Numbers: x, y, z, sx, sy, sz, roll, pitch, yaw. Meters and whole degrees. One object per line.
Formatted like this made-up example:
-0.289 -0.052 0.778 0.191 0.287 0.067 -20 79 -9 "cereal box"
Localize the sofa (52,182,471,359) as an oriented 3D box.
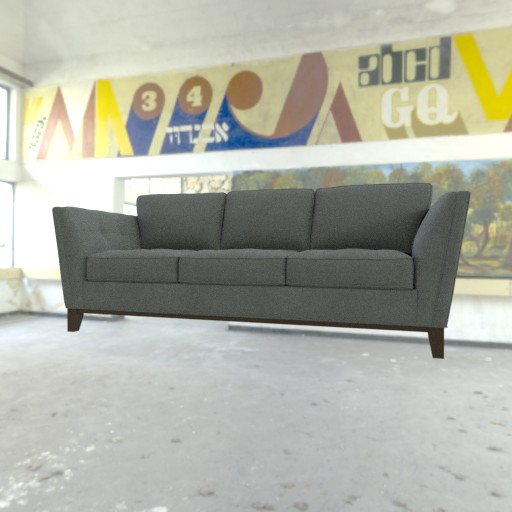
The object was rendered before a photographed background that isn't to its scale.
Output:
0.000 0.000 2.850 2.387 0.940 0.965 0 1 19 "sofa"
